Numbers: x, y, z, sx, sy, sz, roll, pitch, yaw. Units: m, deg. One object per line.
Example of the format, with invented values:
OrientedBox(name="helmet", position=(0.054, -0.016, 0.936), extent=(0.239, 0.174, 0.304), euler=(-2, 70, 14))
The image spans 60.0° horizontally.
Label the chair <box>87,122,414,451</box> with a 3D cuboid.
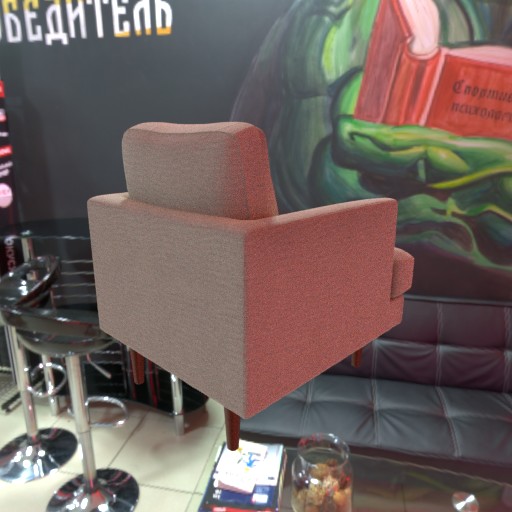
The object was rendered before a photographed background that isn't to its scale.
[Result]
OrientedBox(name="chair", position=(0.000, 0.000, 1.664), extent=(0.858, 0.957, 0.899), euler=(15, 21, 42))
